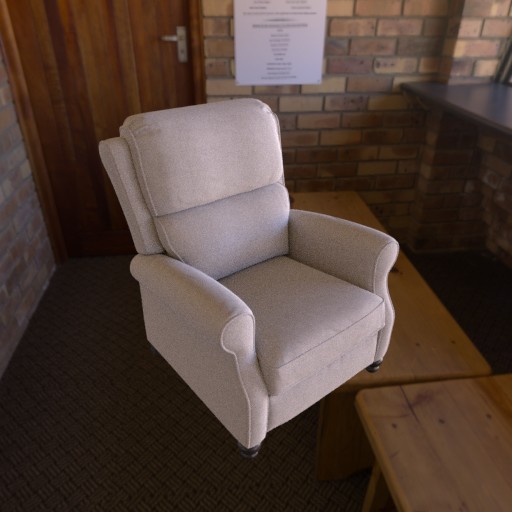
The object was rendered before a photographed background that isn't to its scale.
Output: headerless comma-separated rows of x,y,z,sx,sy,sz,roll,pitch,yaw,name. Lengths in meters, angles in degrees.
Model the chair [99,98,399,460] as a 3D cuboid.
0.000,0.000,1.765,0.859,1.046,0.919,-22,36,-33,chair
